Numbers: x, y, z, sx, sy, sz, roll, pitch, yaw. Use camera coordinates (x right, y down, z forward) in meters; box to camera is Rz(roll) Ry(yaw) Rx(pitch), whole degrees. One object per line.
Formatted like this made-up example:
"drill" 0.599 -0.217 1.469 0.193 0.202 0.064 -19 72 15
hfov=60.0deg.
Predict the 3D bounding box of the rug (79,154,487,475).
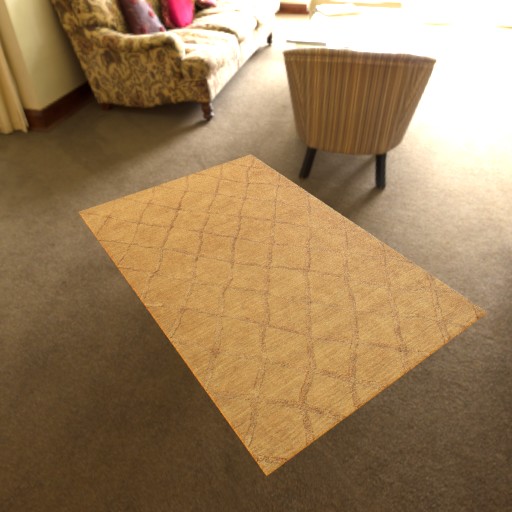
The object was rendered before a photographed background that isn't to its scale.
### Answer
"rug" 0.000 0.000 2.845 1.528 0.014 2.292 -25 46 -26
